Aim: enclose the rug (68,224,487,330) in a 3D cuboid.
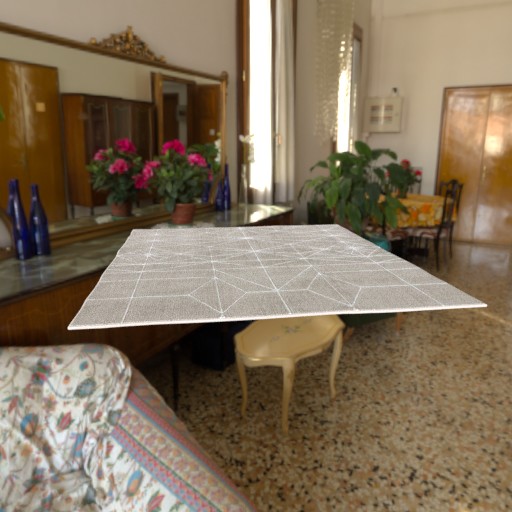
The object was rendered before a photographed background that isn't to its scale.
[{"bbox_3d":[0.000,0.000,0.873,0.548,0.006,0.639,-2,14,-8],"label":"rug"}]
